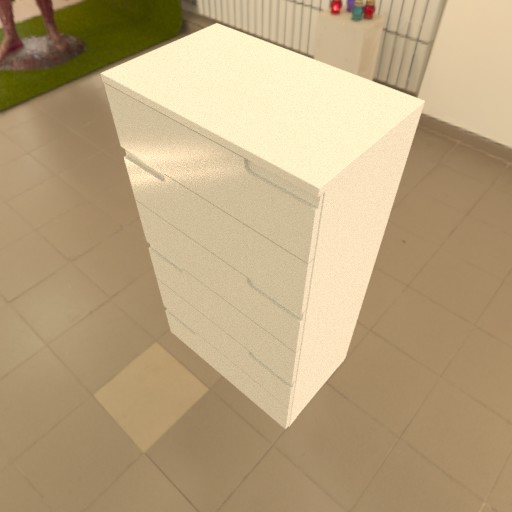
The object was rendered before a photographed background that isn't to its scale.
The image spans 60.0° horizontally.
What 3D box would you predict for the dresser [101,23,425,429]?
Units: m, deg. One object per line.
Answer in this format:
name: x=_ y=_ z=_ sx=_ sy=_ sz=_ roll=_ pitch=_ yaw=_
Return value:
dresser: x=0.000 y=0.000 z=1.474 sx=0.650 sy=1.190 sz=0.400 roll=33 pitch=57 yaw=26
